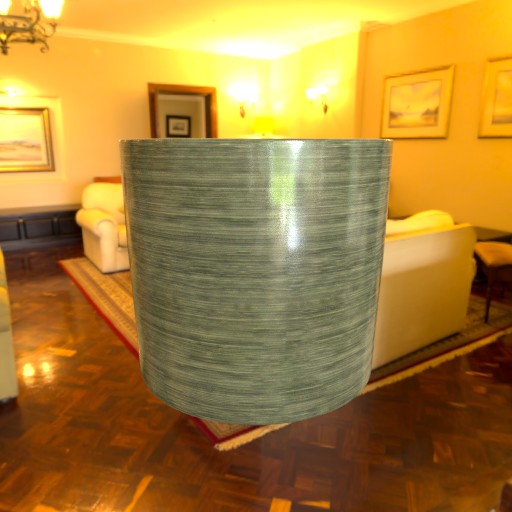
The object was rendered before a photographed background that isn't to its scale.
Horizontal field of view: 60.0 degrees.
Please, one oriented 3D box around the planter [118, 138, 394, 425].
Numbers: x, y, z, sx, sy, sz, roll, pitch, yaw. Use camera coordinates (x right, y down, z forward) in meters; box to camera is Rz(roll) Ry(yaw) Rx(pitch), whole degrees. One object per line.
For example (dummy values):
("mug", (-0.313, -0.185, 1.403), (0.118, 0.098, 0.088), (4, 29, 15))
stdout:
("planter", (0.000, 0.000, 0.397), (0.221, 0.201, 0.221), (0, 14, 0))
